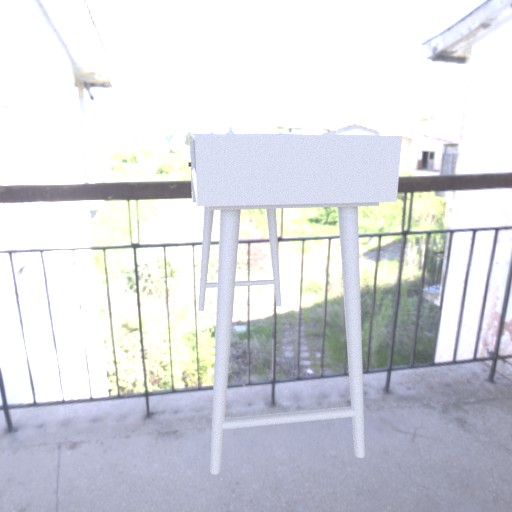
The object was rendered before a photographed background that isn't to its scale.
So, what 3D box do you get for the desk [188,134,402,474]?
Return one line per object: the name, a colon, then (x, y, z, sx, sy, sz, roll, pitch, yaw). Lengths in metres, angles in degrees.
desk: (0.000, 0.000, 1.438, 0.409, 0.761, 1.069, -2, 16, -8)
